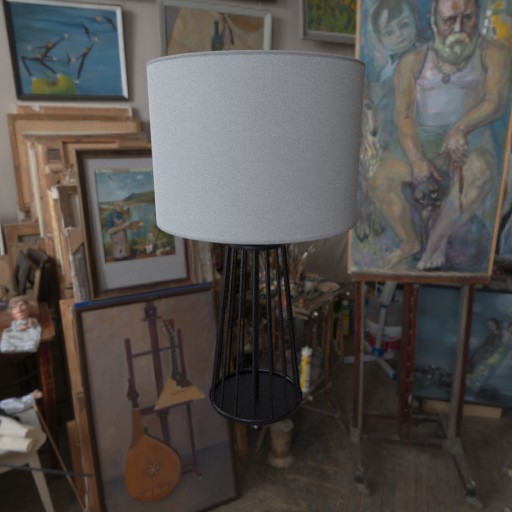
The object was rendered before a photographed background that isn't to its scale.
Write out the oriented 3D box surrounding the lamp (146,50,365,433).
[{"bbox_3d":[0.000,0.000,0.752,0.322,0.593,0.322,8,18,24],"label":"lamp"}]
